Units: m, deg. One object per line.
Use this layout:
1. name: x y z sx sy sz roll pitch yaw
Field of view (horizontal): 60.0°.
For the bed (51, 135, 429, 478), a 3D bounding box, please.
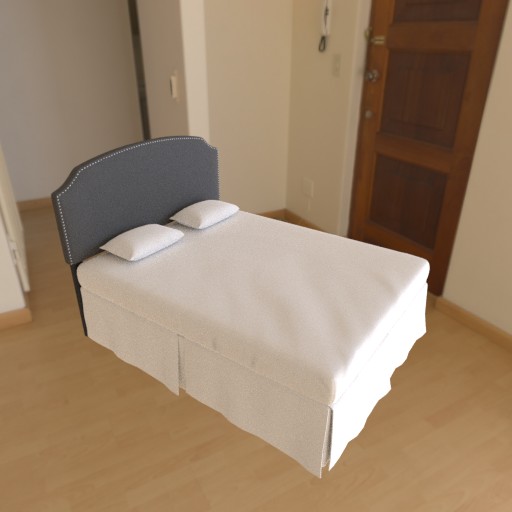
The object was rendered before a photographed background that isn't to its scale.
1. bed: 0.000 0.000 2.930 1.999 1.270 1.558 18 32 31
